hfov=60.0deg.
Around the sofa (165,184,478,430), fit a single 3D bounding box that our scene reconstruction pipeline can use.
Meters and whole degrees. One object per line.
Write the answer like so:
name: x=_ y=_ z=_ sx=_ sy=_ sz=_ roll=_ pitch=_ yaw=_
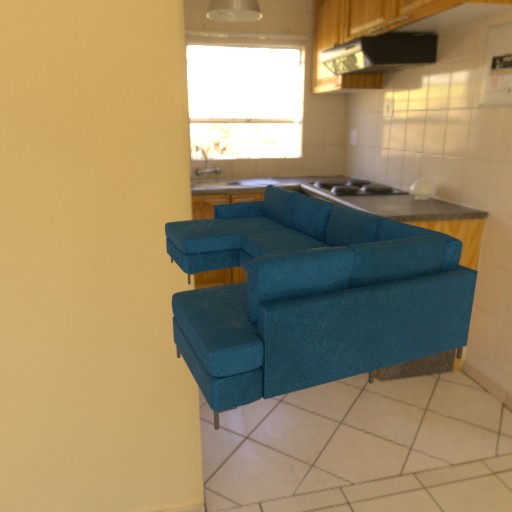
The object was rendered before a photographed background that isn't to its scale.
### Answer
sofa: x=0.000 y=0.000 z=4.365 sx=2.055 sy=0.992 sz=3.434 roll=-7 pitch=18 yaw=-23
